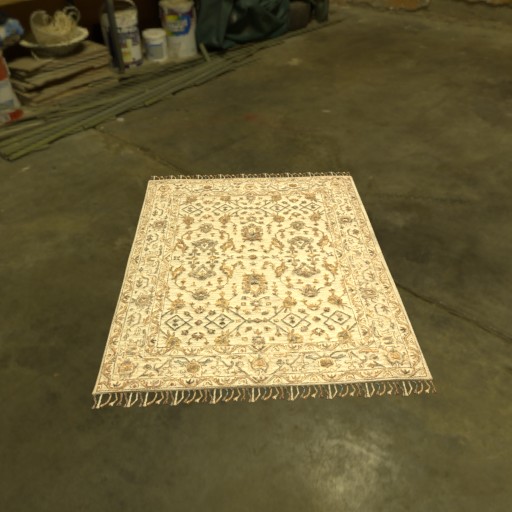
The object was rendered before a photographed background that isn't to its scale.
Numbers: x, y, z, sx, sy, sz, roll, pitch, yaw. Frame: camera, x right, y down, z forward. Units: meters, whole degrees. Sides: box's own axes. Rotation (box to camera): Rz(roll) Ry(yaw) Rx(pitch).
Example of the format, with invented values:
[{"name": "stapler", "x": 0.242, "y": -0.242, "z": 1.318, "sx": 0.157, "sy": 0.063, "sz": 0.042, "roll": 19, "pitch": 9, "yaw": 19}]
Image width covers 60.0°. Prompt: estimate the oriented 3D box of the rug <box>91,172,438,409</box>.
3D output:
[{"name": "rug", "x": 0.000, "y": 0.000, "z": 4.203, "sx": 2.426, "sy": 0.034, "sz": 3.061, "roll": -2, "pitch": 41, "yaw": -2}]
